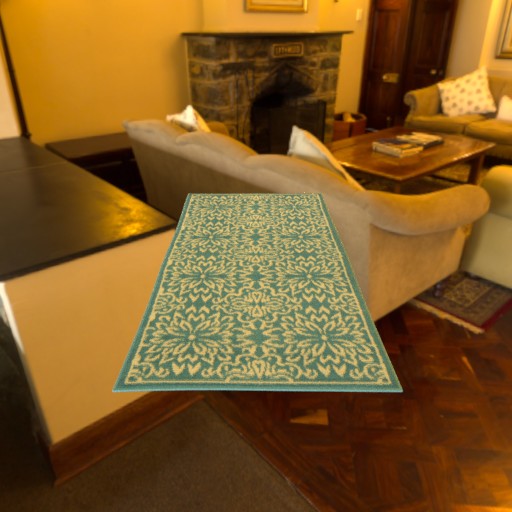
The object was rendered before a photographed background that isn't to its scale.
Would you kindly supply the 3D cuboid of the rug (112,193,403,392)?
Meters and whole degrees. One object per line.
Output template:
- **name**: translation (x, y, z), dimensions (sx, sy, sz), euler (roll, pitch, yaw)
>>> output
- **rug**: translation (0.000, 0.000, 1.458), dimensions (0.604, 0.007, 1.219), euler (0, 27, 0)
